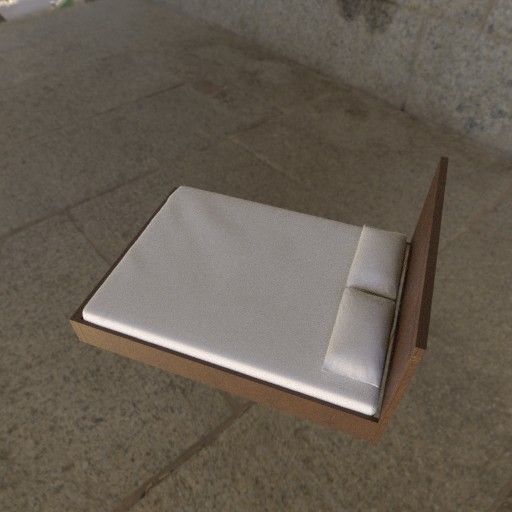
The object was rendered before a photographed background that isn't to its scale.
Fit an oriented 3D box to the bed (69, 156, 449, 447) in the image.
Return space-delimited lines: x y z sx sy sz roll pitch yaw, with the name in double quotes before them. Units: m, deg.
"bed" 0.000 0.000 3.200 2.221 1.169 1.613 15 48 14
